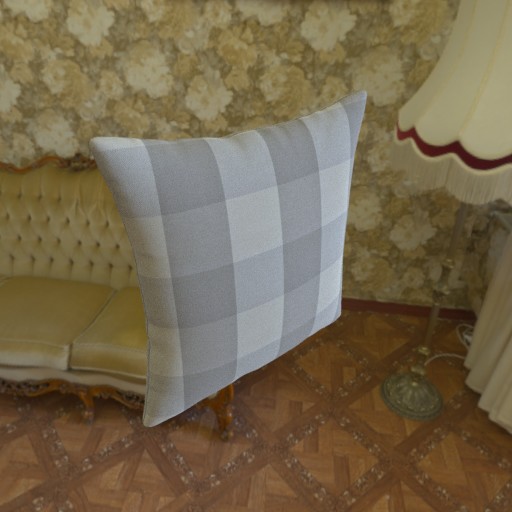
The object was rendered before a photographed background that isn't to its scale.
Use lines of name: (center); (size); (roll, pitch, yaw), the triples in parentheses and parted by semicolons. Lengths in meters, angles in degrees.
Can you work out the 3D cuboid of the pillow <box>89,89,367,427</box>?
pillow: (0.000, 0.000, 0.789); (0.511, 0.509, 0.161); (-23, 37, -33)
